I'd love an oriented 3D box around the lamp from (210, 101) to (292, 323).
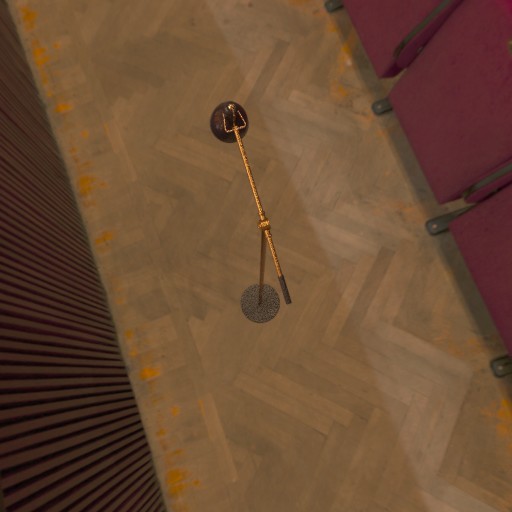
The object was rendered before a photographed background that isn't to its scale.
[{"bbox_3d":[0.000,0.000,1.902,0.235,1.628,0.618,-18,76,-5],"label":"lamp"}]
